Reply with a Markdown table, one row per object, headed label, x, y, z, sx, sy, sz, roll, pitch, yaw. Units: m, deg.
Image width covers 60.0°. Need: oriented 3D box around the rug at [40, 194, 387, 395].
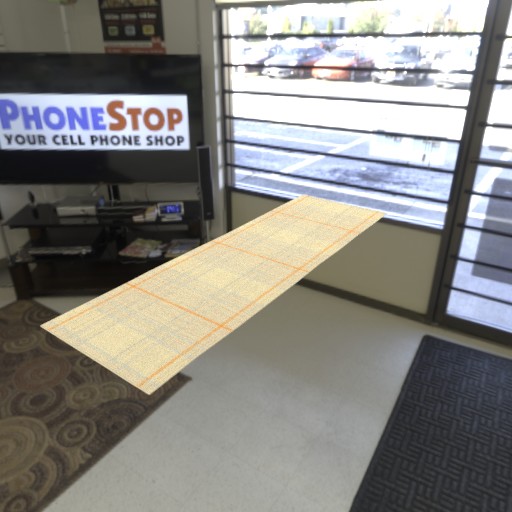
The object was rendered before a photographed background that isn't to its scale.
| label | x | y | z | sx | sy | sz | roll | pitch | yaw |
| --- | --- | --- | --- | --- | --- | --- | --- | --- | --- |
| rug | 0.000 | 0.000 | 2.795 | 0.770 | 0.016 | 2.442 | 18 | 31 | 32 |
